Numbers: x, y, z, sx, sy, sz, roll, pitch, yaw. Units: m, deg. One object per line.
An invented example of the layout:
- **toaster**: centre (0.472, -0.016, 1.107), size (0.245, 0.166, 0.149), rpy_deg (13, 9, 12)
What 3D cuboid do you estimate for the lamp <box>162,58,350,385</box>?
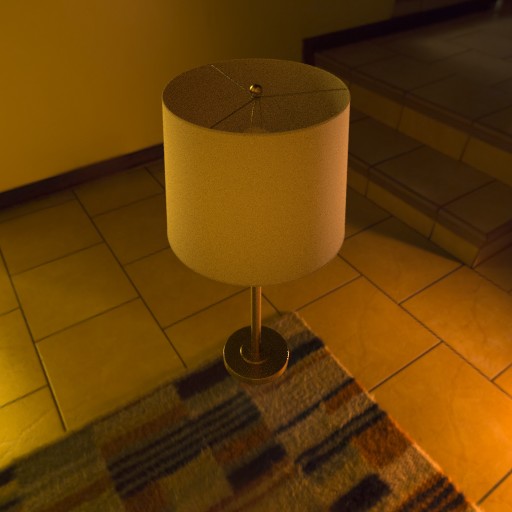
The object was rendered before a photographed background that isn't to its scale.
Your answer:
- **lamp**: centre (0.000, 0.000, 0.897), size (0.333, 0.696, 0.333), rpy_deg (0, 42, 0)
